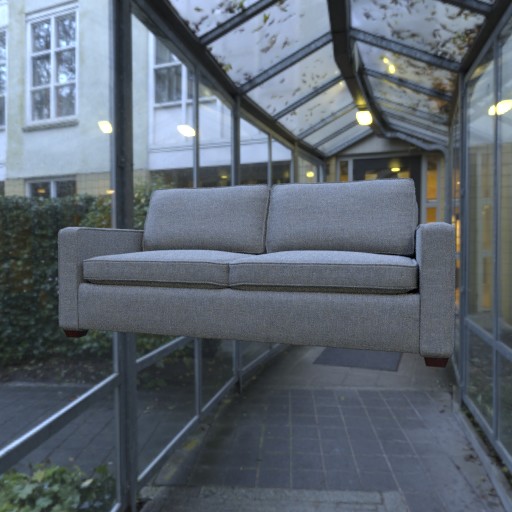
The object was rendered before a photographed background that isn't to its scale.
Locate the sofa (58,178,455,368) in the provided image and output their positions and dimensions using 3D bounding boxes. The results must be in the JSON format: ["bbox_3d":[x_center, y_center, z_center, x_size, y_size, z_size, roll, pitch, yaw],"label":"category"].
[{"bbox_3d":[0.000,0.000,2.597,2.078,0.918,0.945,1,2,18],"label":"sofa"}]
